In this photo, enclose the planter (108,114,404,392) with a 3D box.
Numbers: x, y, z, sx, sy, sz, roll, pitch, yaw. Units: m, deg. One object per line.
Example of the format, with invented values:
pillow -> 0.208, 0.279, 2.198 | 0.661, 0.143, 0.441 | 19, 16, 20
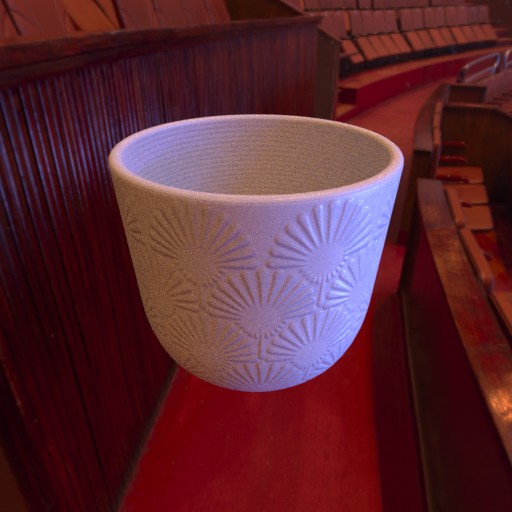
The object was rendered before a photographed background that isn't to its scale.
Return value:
planter -> 0.000, 0.000, 0.301 | 0.170, 0.152, 0.170 | 0, 30, 0
